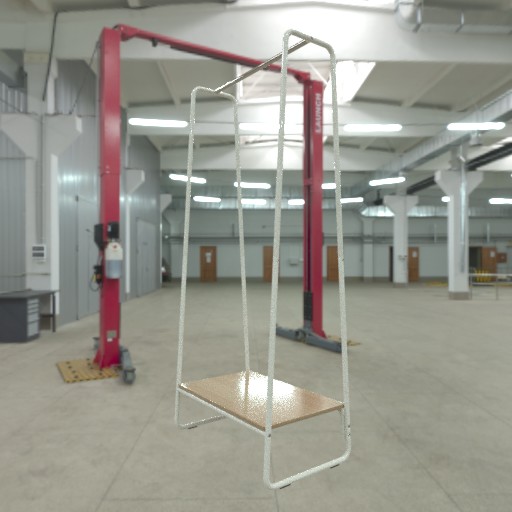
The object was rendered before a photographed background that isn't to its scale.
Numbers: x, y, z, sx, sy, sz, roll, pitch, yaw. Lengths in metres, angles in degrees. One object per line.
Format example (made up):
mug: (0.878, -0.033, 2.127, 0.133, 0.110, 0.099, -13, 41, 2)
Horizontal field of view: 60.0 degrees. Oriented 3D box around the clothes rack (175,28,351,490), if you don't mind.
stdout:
clothes rack: (0.000, 0.000, 1.760, 0.400, 1.500, 0.640, 0, 0, -37)
